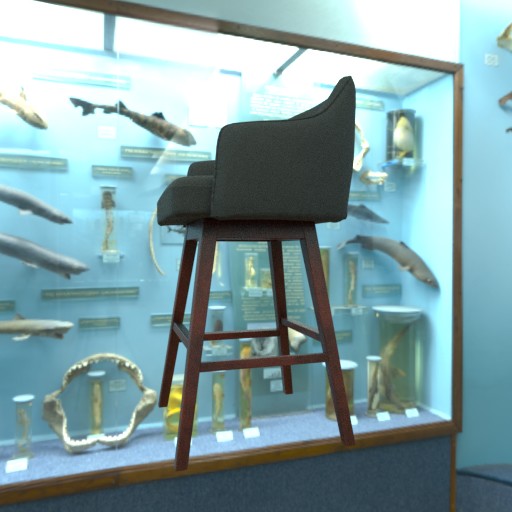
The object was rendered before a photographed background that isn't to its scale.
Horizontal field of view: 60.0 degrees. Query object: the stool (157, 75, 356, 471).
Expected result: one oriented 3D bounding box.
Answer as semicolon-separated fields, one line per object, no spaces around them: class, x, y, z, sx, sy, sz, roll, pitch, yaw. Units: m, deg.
stool;0.000;0.000;1.346;0.558;1.012;0.548;0;1;-17
